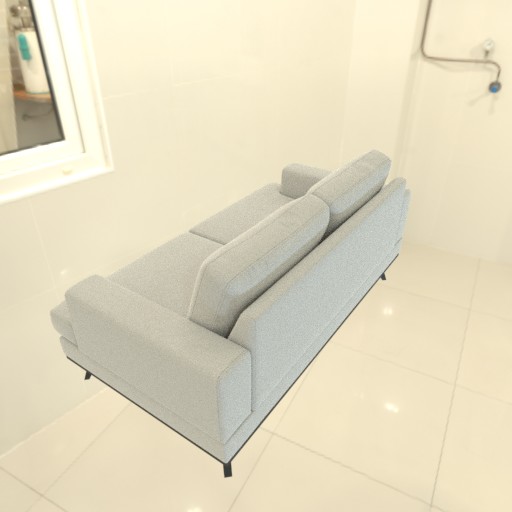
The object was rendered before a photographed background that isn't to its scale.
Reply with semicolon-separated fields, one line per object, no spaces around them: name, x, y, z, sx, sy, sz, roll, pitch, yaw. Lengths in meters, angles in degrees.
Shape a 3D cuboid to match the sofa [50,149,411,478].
sofa;0.000;0.000;2.123;0.920;0.810;1.650;20;37;29
